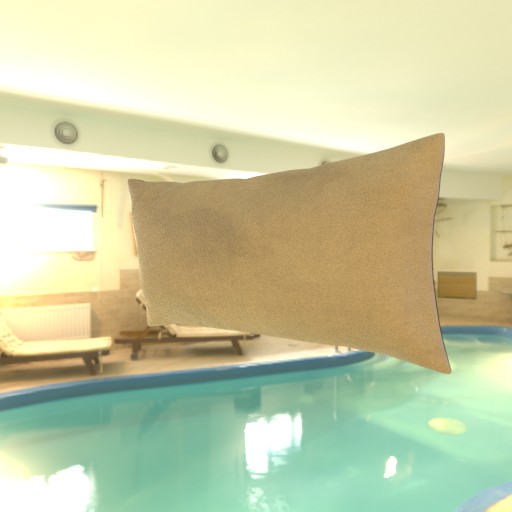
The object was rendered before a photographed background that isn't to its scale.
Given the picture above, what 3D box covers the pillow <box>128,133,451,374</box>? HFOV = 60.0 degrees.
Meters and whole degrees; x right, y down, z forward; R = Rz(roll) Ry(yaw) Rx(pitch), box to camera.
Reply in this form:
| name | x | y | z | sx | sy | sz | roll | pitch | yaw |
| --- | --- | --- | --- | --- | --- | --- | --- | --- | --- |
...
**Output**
| name | x | y | z | sx | sy | sz | roll | pitch | yaw |
| --- | --- | --- | --- | --- | --- | --- | --- | --- | --- |
| pillow | 0.000 | 0.000 | 0.741 | 0.608 | 0.305 | 0.156 | 1 | 1 | 37 |
